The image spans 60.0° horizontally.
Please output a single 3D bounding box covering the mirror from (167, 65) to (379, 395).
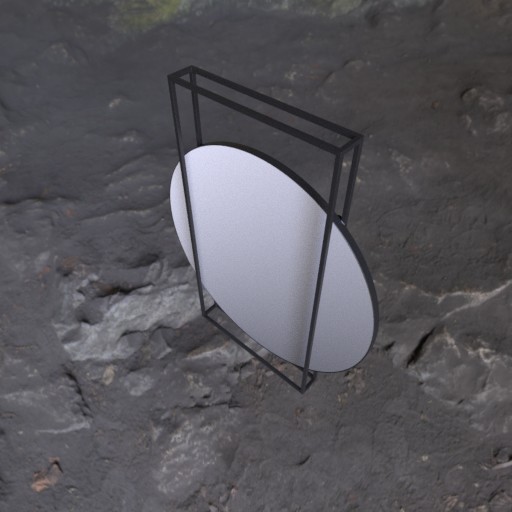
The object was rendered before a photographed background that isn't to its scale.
[{"bbox_3d":[0.000,0.000,0.823,0.508,0.603,0.051,33,54,28],"label":"mirror"}]
